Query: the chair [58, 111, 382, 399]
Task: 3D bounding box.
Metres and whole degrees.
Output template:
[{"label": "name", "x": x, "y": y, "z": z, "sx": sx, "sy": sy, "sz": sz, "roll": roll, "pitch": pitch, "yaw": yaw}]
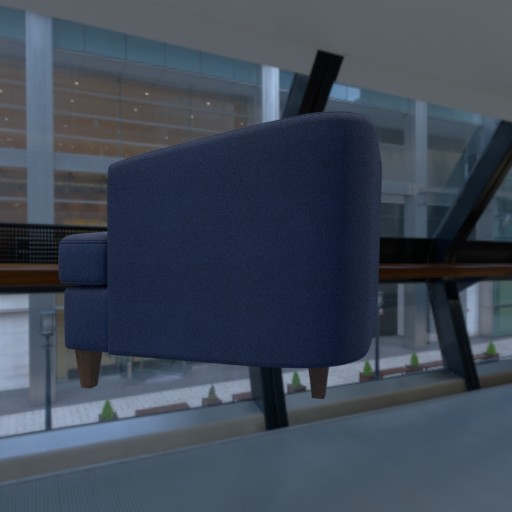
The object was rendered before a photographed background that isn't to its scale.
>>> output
[{"label": "chair", "x": 0.000, "y": 0.000, "z": 1.706, "sx": 0.914, "sy": 0.787, "sz": 1.118, "roll": 0, "pitch": 1, "yaw": 18}]
